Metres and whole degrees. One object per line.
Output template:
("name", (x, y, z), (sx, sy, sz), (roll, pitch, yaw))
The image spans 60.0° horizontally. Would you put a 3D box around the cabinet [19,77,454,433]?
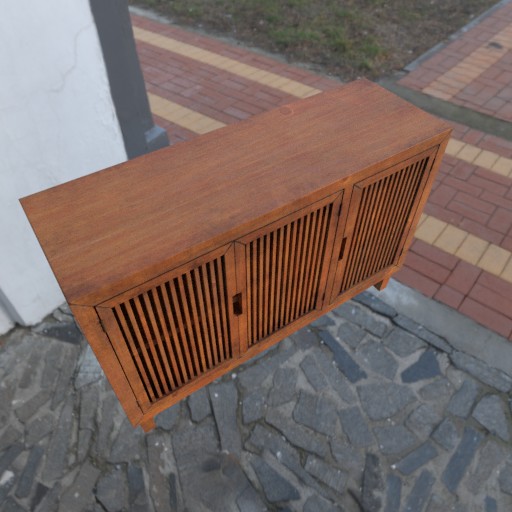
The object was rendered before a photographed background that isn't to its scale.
("cabinet", (0.000, 0.000, 1.552), (1.204, 0.805, 0.403), (-26, 53, -22))
